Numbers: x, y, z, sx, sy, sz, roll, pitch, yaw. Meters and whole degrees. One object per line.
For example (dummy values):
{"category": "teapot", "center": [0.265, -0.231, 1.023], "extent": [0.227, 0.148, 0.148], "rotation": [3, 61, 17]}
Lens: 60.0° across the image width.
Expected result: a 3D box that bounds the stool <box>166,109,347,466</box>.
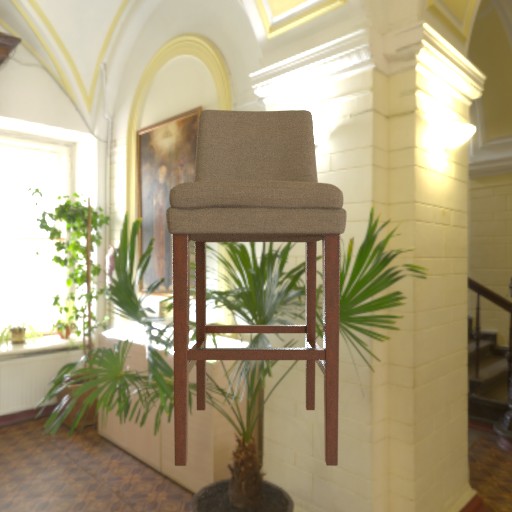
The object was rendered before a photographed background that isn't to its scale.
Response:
{"category": "stool", "center": [0.000, 0.000, 1.393], "extent": [0.470, 1.078, 0.577], "rotation": [0, 0, 0]}
